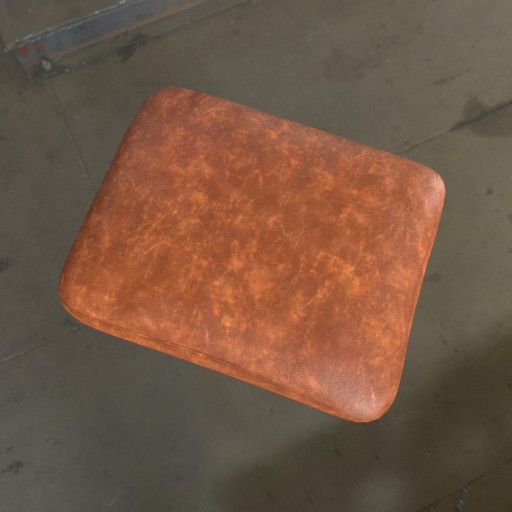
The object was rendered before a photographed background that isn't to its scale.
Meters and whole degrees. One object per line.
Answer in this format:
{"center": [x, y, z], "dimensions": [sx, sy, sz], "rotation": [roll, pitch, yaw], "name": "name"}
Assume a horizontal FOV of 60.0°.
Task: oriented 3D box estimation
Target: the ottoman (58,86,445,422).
{"center": [0.000, 0.000, 1.234], "dimensions": [0.832, 0.562, 0.657], "rotation": [19, 76, 5], "name": "ottoman"}
